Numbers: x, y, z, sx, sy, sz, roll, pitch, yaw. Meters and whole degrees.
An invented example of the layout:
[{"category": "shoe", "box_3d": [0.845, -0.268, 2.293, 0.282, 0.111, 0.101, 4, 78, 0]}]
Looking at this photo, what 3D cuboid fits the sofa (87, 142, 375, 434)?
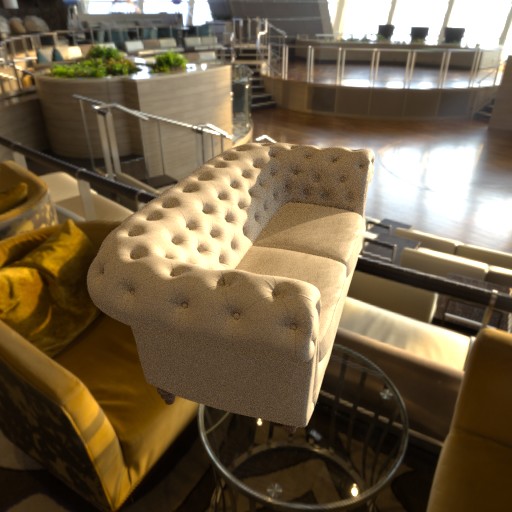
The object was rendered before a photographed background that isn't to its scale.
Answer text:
[{"category": "sofa", "box_3d": [0.000, 0.000, 2.490, 1.069, 0.835, 1.988, 10, 31, 16]}]
